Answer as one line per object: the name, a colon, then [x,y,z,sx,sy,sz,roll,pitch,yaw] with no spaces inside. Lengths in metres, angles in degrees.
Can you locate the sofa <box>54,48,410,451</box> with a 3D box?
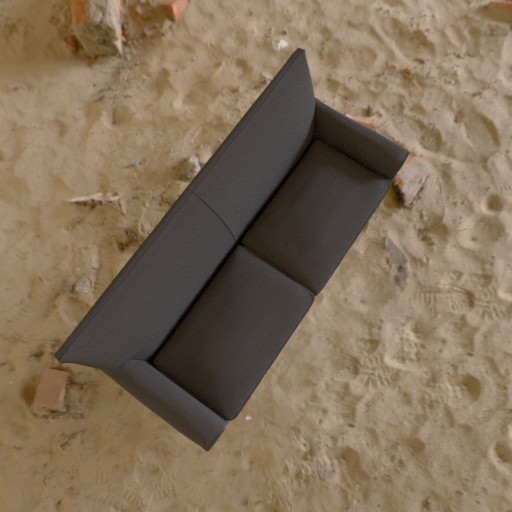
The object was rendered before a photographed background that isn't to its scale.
sofa: [0.000,0.000,2.554,0.843,0.907,2.002,34,78,8]
